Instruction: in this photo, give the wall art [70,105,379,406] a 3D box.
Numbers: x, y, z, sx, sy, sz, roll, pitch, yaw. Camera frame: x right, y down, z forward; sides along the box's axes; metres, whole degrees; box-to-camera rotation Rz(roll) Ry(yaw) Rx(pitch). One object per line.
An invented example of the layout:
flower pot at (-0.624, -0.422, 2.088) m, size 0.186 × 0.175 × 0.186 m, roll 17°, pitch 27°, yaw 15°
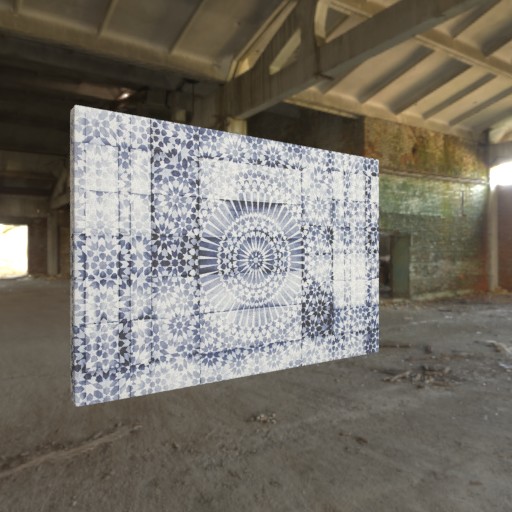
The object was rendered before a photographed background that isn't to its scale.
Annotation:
wall art at (0.000, 0.000, 0.777) m, size 0.608 × 0.406 × 0.030 m, roll 0°, pitch 0°, yaw -34°
